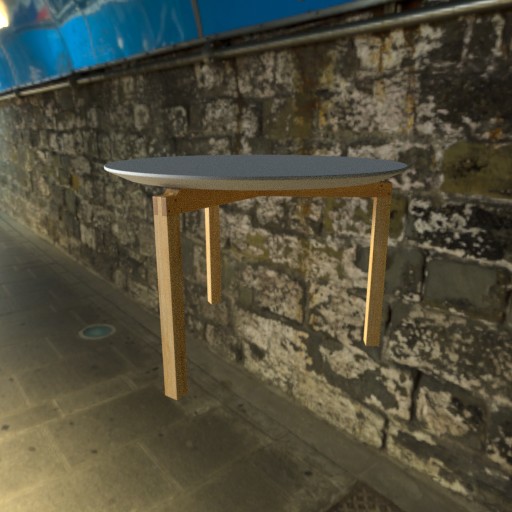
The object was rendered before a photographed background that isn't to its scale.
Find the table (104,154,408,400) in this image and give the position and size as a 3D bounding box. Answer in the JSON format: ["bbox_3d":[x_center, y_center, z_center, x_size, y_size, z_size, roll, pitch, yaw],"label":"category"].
[{"bbox_3d":[0.000,0.000,0.976,0.600,0.405,0.600,0,16,0],"label":"table"}]
